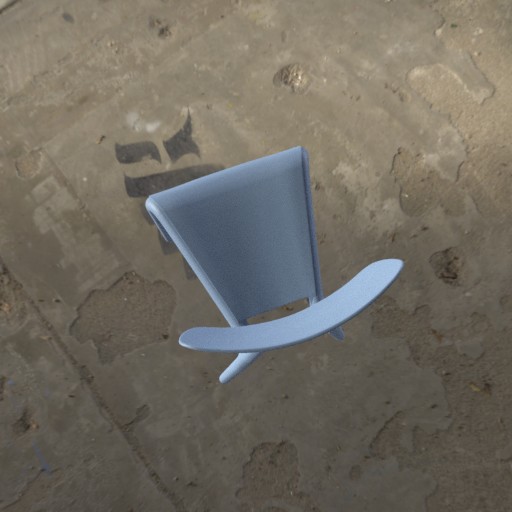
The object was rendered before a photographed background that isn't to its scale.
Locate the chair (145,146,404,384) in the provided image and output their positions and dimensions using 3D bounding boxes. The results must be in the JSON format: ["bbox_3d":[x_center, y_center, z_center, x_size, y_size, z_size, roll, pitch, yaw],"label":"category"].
[{"bbox_3d":[0.000,0.000,0.828,0.356,0.580,0.401,-19,77,-5],"label":"chair"}]
